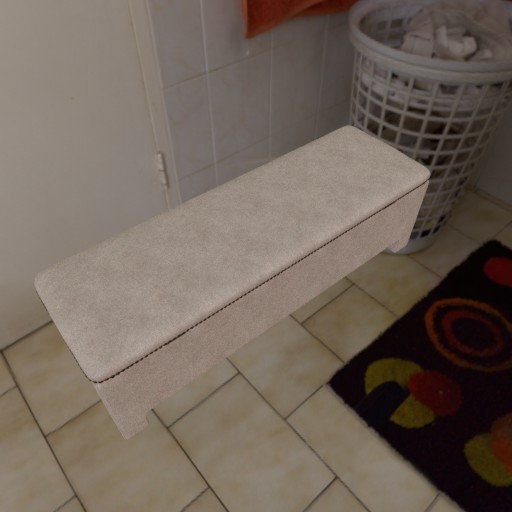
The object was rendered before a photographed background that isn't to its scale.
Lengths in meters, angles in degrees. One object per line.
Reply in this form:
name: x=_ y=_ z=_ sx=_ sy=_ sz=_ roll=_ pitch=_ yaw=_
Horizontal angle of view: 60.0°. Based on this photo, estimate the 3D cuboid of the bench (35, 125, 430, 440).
bench: x=0.000 y=0.000 z=1.742 sx=1.482 sy=0.447 sz=0.470 roll=-30 pitch=54 yaw=-25
